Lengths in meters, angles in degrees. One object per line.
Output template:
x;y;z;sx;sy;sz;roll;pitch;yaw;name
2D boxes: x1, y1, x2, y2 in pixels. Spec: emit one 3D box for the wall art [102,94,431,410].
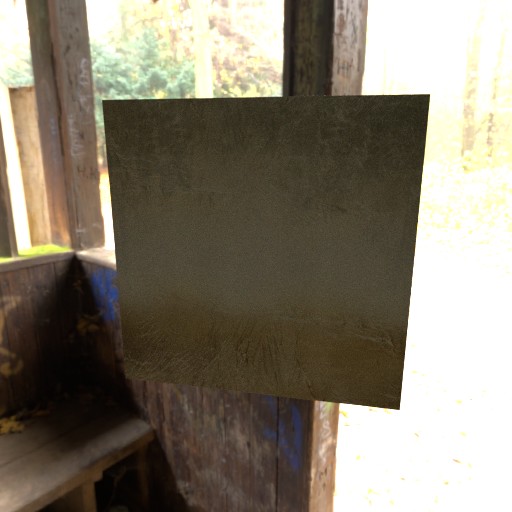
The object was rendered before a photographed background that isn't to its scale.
0.000;0.000;0.905;0.610;0.610;0.038;3;15;12;wall art
